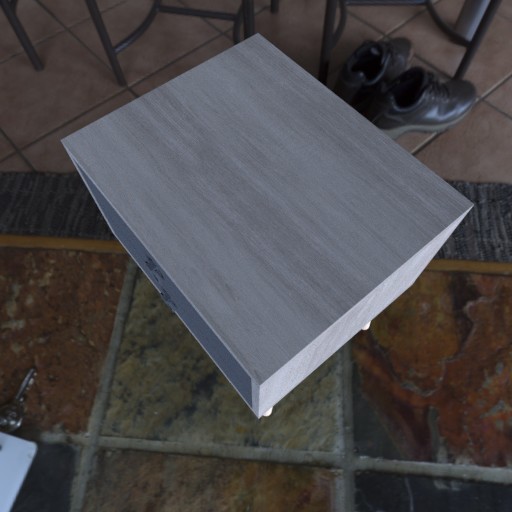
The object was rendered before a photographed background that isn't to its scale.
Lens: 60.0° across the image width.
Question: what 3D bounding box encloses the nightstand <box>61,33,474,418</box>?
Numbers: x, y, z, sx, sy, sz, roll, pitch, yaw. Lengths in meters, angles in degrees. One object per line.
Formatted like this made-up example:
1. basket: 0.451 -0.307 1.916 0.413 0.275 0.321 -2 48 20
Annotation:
1. nightstand: 0.000 0.000 0.834 0.380 0.500 0.450 -36 68 -17
